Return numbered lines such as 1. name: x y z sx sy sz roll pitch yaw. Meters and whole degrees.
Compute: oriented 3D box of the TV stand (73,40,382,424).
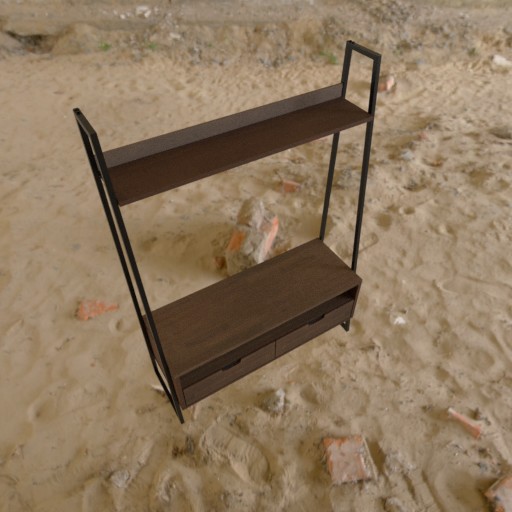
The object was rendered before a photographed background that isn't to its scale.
1. TV stand: 0.000 0.000 2.277 1.250 1.772 0.432 -24 50 -22
